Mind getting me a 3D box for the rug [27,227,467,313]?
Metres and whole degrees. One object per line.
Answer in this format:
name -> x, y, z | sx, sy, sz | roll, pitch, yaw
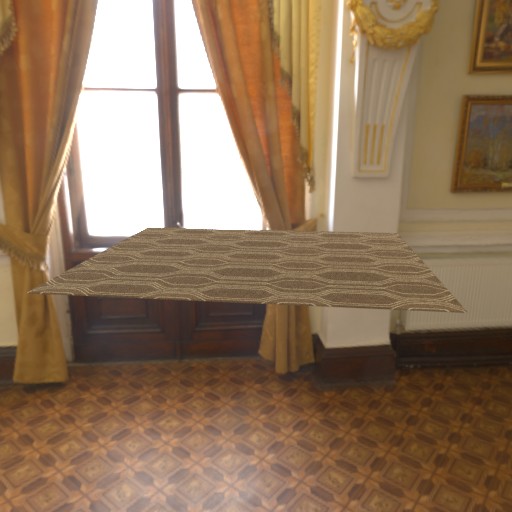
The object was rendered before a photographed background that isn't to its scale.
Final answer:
rug -> 0.000, 0.000, 4.222 | 3.062, 0.012, 2.457 | 2, 15, 7
